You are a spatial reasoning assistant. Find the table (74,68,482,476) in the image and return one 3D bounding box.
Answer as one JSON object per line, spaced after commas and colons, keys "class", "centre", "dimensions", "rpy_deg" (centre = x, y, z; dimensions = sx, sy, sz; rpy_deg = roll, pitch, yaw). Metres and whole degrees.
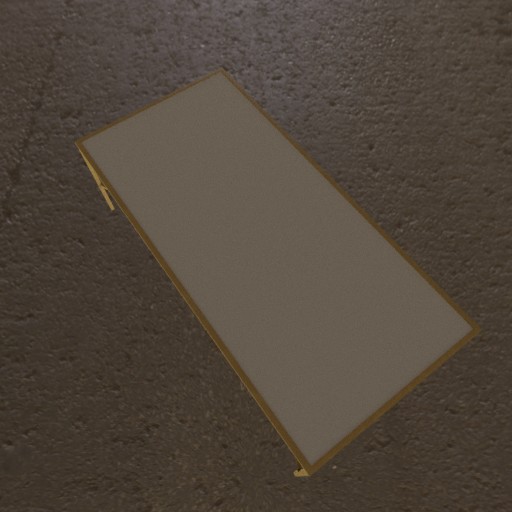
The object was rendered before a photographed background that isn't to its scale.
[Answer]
{"class": "table", "centre": [0.000, 0.000, 1.475], "dimensions": [0.580, 0.398, 1.206], "rpy_deg": [-33, 68, -15]}
